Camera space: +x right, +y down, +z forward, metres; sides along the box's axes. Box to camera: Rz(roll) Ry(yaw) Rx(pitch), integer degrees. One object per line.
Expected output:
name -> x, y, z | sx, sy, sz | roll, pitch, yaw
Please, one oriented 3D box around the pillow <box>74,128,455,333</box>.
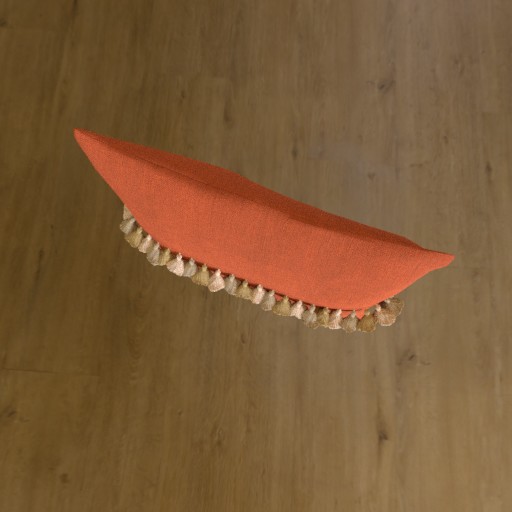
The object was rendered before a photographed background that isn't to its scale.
pillow -> 0.000, 0.000, 0.734 | 0.490, 0.482, 0.165 | 20, 77, 5
